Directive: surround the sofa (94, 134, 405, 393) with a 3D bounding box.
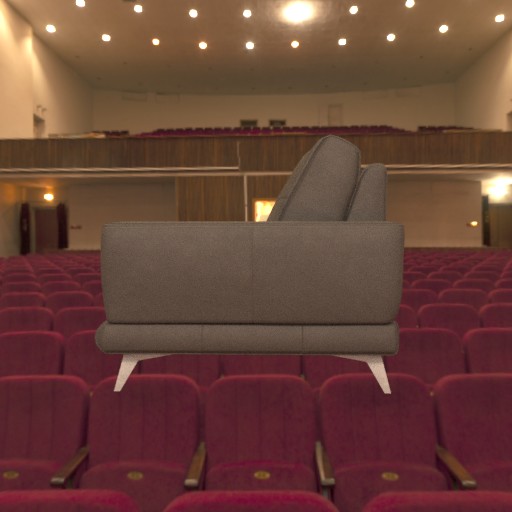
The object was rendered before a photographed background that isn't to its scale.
[{"bbox_3d":[0.000,0.000,2.297,1.018,0.907,1.806,0,0,1],"label":"sofa"}]
